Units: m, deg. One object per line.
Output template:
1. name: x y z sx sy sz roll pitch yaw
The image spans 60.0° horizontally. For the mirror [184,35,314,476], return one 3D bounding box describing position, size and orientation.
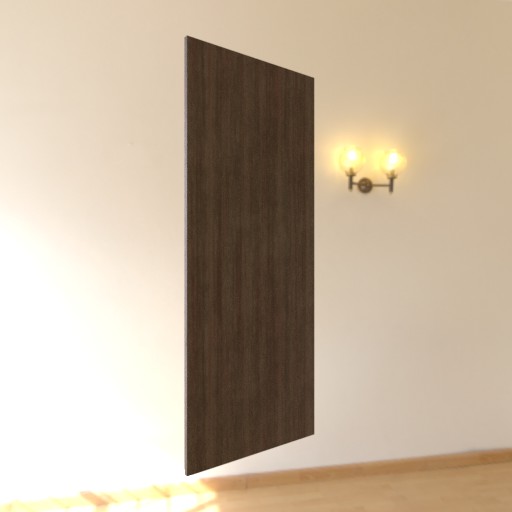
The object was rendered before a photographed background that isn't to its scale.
1. mirror: 0.000 0.000 2.294 0.812 2.032 0.025 0 0 -37
